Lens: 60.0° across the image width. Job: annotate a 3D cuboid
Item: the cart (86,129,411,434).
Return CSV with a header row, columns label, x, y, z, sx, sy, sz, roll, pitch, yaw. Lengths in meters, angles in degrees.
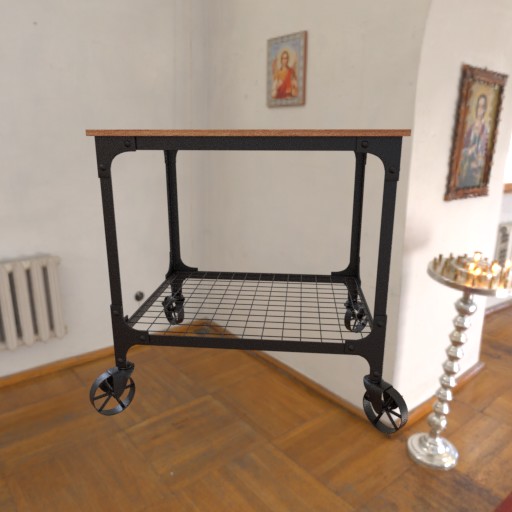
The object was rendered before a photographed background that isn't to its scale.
label,x,y,z,sx,sy,sz,roll,pitch,yaw
cart,0.000,0.000,1.105,0.666,0.603,0.558,2,16,6
